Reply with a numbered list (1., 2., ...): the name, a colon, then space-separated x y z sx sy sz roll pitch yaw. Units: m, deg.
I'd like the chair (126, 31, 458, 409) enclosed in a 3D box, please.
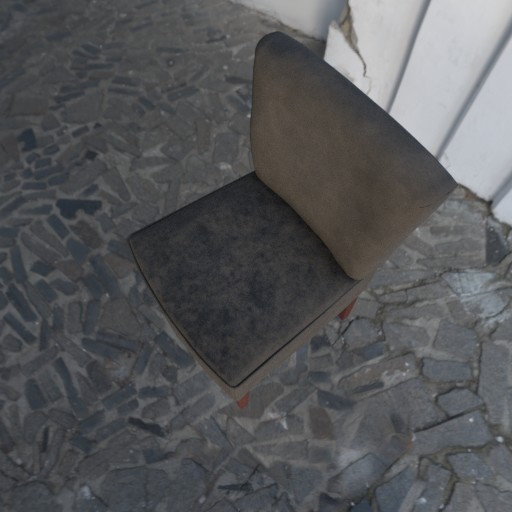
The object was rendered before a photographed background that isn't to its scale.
1. chair: 0.000 0.000 1.158 0.554 0.806 0.521 -33 68 -16
